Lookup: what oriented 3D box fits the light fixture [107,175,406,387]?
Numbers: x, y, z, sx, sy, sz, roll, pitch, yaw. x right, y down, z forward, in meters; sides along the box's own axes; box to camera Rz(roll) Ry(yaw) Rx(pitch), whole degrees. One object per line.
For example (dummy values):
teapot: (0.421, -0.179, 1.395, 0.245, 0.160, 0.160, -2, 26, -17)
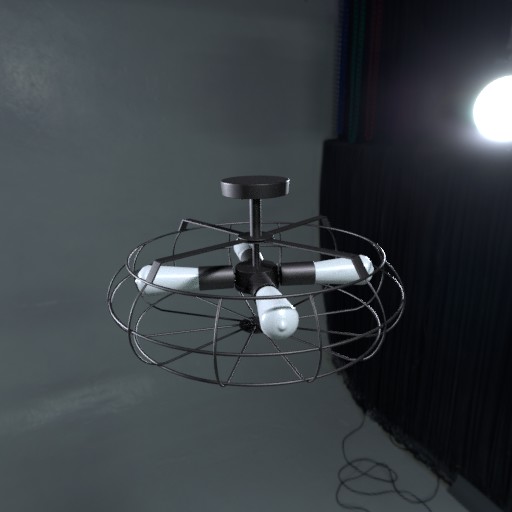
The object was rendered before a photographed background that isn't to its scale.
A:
light fixture: (0.000, 0.000, 0.900, 0.582, 0.311, 0.582, 0, 17, 0)
